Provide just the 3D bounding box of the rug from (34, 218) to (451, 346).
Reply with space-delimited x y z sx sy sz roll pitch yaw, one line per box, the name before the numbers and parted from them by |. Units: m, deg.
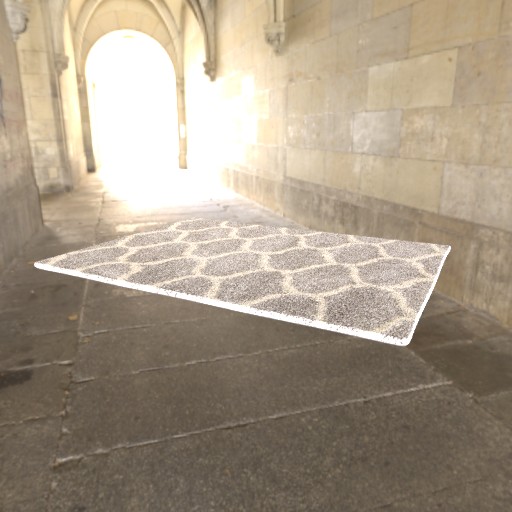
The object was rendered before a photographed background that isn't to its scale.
rug | 0.000 0.000 2.101 1.600 0.025 1.200 8 18 27
